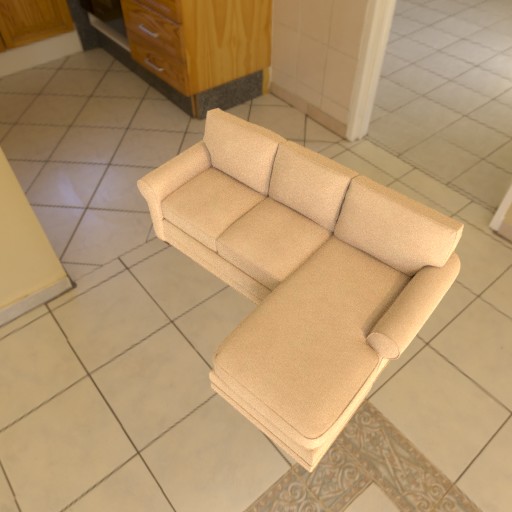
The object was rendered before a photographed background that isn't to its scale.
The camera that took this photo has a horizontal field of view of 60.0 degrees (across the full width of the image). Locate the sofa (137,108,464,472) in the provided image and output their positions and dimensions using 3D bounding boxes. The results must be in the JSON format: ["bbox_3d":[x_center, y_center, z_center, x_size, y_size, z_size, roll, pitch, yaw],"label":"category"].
[{"bbox_3d":[0.000,0.000,2.378,1.770,0.734,1.226,33,56,26],"label":"sofa"}]
